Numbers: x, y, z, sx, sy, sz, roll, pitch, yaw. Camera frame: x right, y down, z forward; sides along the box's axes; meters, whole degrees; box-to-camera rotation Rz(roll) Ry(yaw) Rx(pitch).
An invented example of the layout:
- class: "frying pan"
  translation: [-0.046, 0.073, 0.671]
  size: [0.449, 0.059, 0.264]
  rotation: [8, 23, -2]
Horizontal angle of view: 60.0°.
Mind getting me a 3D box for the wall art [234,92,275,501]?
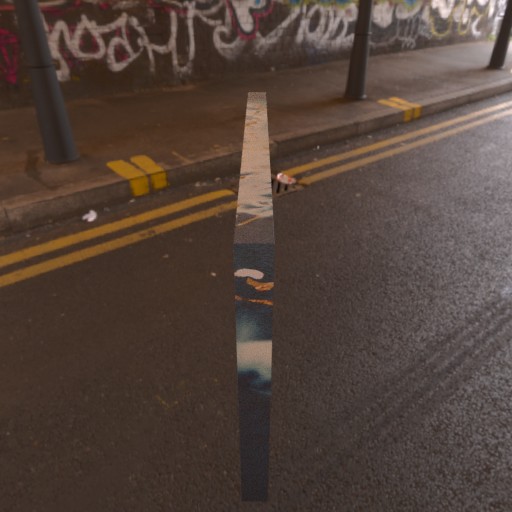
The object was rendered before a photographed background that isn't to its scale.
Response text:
- class: "wall art"
  translation: [0.000, 0.000, 0.751]
  size: [0.036, 0.405, 0.607]
  rotation: [0, 32, 0]
